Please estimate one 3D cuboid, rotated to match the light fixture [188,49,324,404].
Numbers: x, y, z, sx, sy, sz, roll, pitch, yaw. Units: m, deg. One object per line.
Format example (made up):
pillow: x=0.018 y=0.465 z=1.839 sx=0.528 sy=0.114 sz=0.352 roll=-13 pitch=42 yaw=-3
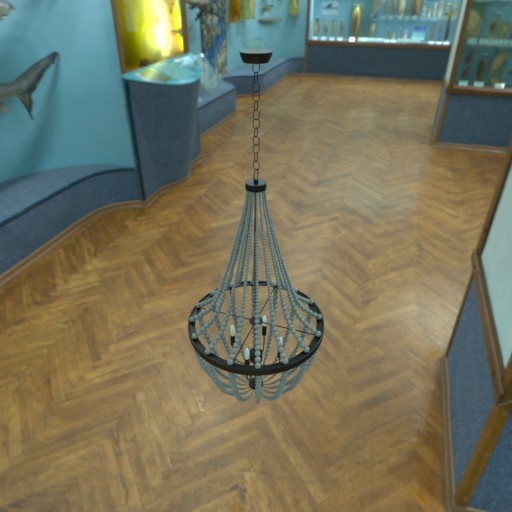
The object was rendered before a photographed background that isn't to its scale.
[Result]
light fixture: x=0.000 y=0.000 z=1.339 sx=0.450 sy=1.133 sz=0.450 roll=0 pitch=32 yaw=0
